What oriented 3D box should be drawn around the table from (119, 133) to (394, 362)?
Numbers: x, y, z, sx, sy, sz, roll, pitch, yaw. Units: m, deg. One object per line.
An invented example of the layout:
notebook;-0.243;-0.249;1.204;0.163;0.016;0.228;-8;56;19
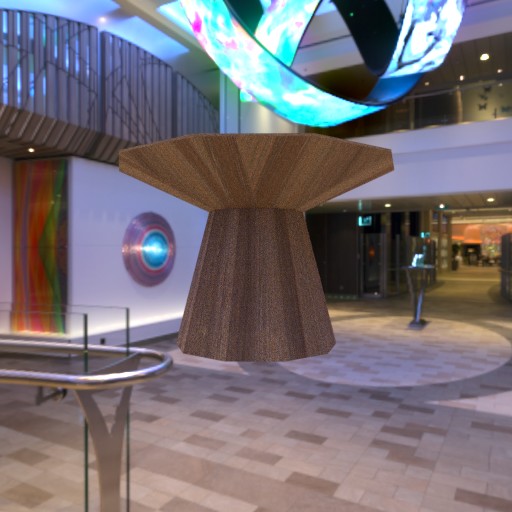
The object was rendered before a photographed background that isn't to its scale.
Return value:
table;0.000;0.000;1.912;1.186;0.752;1.186;0;0;0
